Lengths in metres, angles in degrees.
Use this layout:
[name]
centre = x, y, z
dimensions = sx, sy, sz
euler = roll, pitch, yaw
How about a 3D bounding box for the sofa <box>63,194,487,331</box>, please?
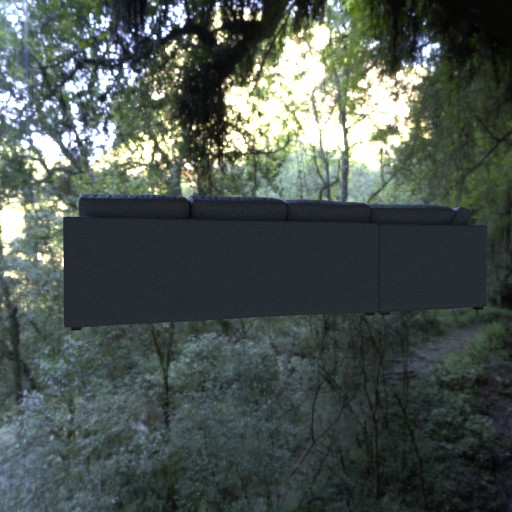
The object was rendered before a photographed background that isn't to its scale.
[sofa]
centre = 0.000, 0.000, 4.243
dimensions = 3.182, 0.871, 2.432
euler = 0, 1, -18
